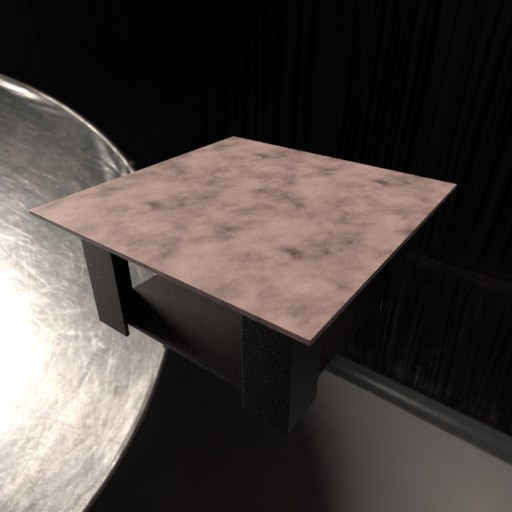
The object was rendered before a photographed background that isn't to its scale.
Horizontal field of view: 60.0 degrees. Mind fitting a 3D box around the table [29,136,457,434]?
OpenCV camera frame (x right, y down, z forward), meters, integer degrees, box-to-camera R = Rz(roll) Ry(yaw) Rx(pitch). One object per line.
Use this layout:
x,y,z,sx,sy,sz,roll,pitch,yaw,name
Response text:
0.000,0.000,1.051,0.670,0.305,0.670,21,37,31,table
